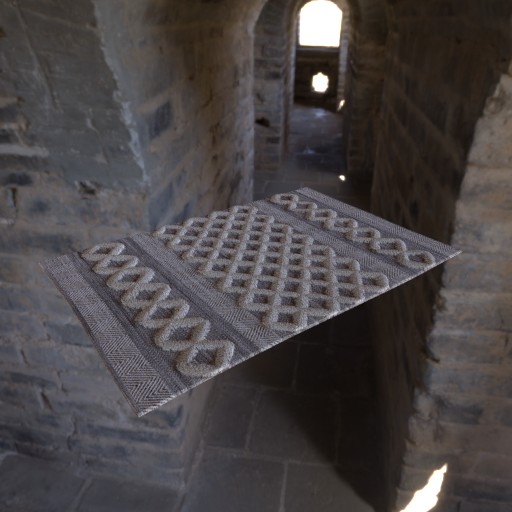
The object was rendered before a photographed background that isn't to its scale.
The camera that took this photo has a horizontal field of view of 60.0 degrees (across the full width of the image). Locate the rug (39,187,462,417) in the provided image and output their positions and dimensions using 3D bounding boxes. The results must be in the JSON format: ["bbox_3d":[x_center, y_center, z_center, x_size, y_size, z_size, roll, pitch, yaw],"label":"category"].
[{"bbox_3d":[0.000,0.000,2.277,1.823,0.030,1.222,-20,35,-32],"label":"rug"}]
